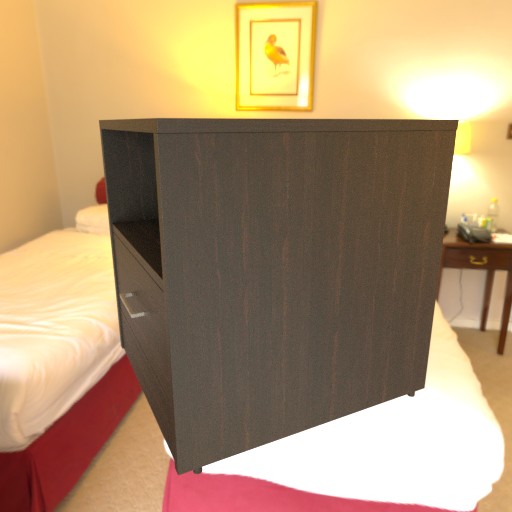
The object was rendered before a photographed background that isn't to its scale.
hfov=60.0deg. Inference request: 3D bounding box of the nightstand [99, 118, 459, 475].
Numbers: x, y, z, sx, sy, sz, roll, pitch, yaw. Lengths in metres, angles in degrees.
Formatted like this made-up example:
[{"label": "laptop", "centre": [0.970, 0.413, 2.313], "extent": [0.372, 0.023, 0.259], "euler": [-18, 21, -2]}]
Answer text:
[{"label": "nightstand", "centre": [0.000, 0.000, 0.783], "extent": [0.461, 0.460, 0.400], "euler": [-8, 19, -26]}]
